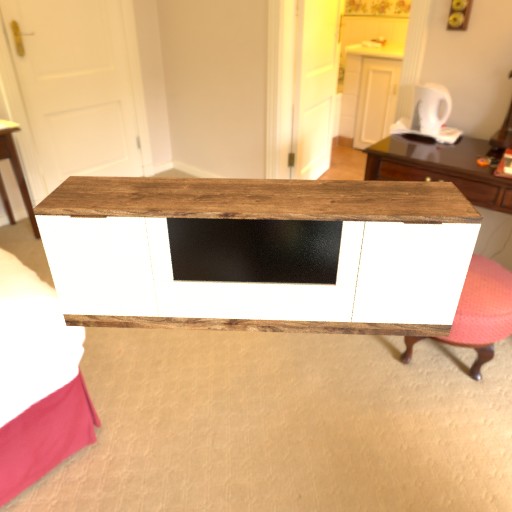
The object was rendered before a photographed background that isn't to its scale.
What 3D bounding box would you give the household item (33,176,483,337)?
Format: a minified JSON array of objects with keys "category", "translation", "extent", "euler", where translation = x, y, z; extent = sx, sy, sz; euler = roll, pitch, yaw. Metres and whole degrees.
[{"category":"household item","translation":[0.000,0.000,2.081],"extent":[1.800,0.615,0.390],"euler":[1,31,2]}]
